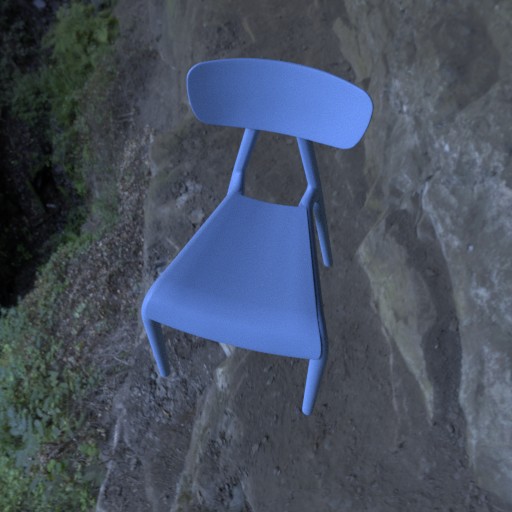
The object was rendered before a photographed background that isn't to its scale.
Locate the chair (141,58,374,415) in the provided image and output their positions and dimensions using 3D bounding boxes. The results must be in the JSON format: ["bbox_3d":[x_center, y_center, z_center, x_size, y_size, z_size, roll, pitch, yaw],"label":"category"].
[{"bbox_3d":[0.000,0.000,0.840,0.356,0.580,0.401,13,61,7],"label":"chair"}]
